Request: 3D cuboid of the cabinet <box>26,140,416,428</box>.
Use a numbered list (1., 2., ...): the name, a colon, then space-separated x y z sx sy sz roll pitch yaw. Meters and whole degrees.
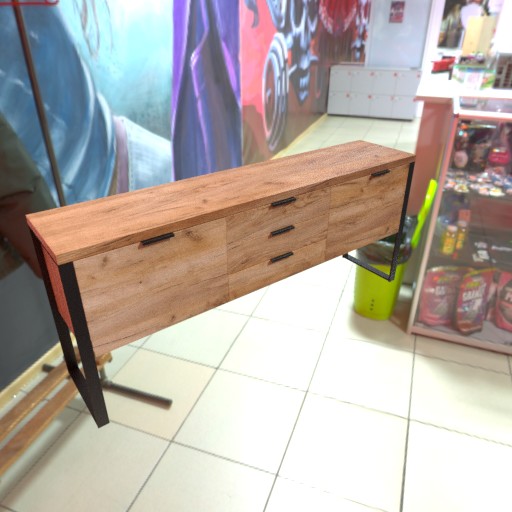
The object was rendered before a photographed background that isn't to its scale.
1. cabinet: 0.000 0.000 2.130 1.800 0.762 0.395 -20 35 -32
